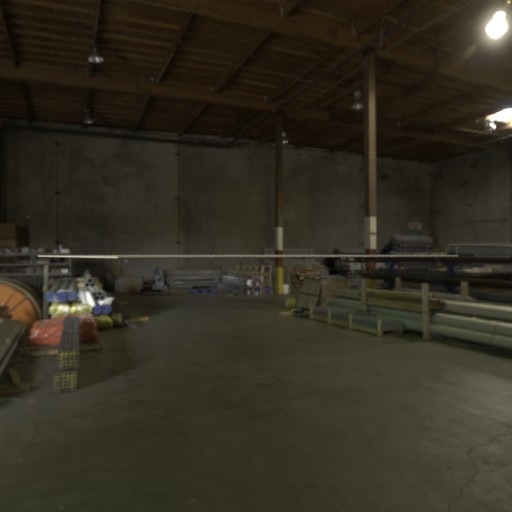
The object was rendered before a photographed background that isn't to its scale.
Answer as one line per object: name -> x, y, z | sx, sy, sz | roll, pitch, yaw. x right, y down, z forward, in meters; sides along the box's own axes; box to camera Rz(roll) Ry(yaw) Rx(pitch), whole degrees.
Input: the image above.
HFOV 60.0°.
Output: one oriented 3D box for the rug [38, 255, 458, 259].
rug -> 0.000, 0.000, 3.025 | 2.438, 0.012, 1.524 | 0, 0, -37
